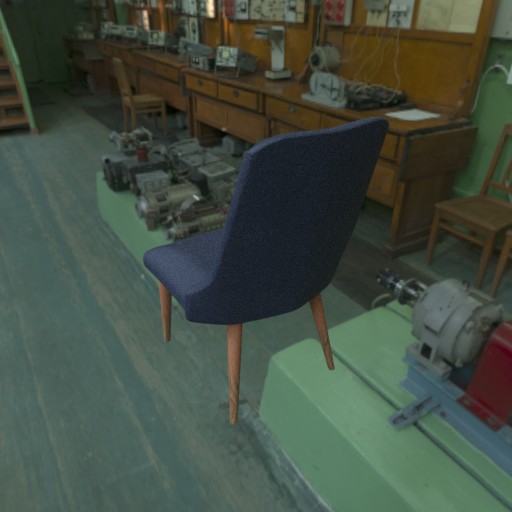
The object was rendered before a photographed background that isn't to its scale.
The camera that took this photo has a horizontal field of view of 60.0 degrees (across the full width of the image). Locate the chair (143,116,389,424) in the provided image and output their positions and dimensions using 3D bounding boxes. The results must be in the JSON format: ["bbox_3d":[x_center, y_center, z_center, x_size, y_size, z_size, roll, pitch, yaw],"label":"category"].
[{"bbox_3d":[0.000,0.000,1.221,0.504,0.820,0.567,-19,35,-29],"label":"chair"}]
